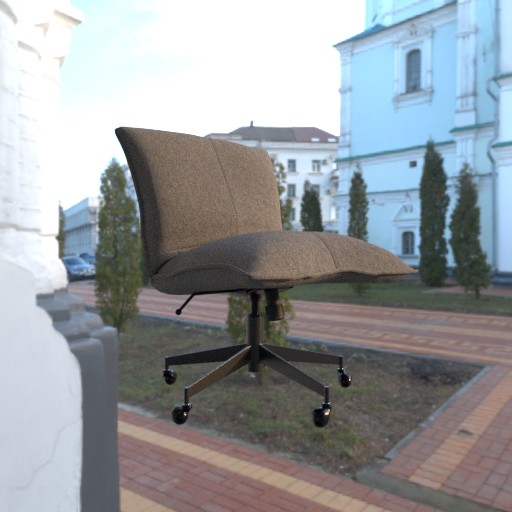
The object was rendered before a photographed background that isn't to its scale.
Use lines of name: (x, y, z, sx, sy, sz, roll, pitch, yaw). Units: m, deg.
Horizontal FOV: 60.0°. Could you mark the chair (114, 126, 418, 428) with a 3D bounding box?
chair: (0.000, 0.000, 1.272, 0.597, 0.811, 0.696, 0, 0, -36)
